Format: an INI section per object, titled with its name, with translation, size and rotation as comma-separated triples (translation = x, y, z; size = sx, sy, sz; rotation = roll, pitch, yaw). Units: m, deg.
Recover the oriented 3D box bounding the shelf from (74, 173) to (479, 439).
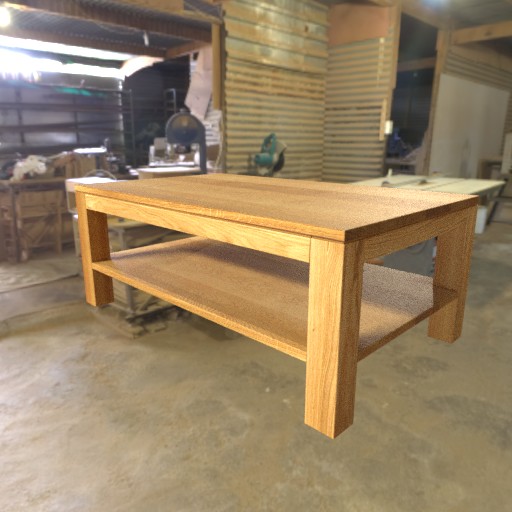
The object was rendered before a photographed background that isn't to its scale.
[shelf]
translation = 0.000, 0.000, 1.506
size = 1.150, 0.450, 0.700
rotation = 14, 21, 43
